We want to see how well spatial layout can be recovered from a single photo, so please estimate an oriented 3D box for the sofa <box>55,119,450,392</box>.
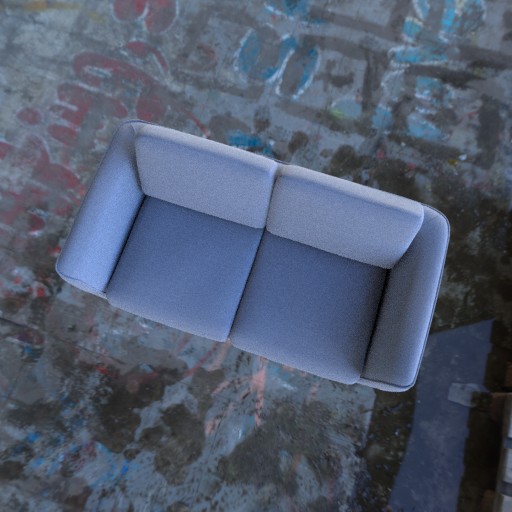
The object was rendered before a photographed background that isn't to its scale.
[{"bbox_3d":[0.000,0.000,2.225,1.700,0.850,0.920,17,75,5],"label":"sofa"}]
